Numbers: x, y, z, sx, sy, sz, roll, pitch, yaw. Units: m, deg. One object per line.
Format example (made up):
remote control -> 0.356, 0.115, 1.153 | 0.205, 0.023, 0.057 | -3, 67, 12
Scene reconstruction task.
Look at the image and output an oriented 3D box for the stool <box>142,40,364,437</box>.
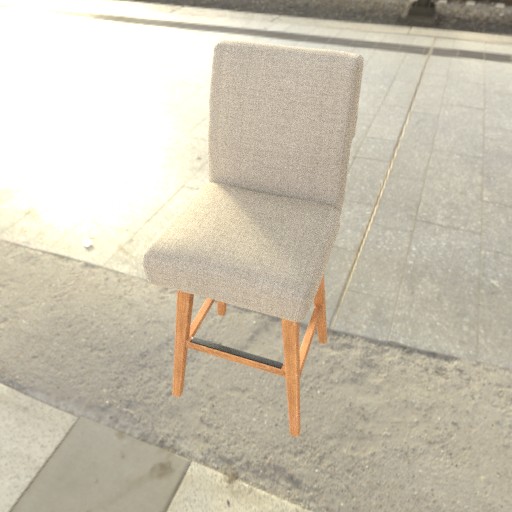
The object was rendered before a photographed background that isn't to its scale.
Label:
stool -> 0.000, 0.000, 1.391 | 0.483, 1.106, 0.569 | 13, 43, 15
